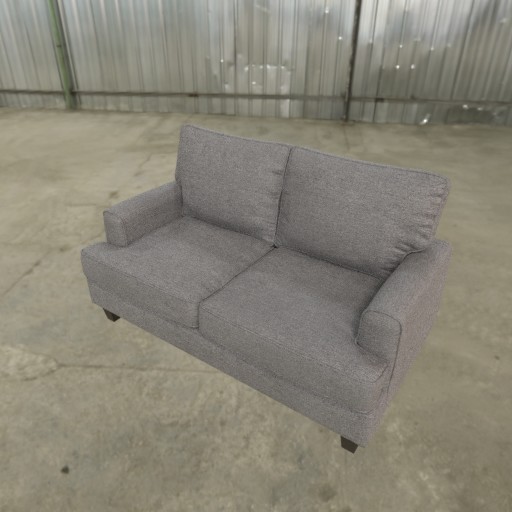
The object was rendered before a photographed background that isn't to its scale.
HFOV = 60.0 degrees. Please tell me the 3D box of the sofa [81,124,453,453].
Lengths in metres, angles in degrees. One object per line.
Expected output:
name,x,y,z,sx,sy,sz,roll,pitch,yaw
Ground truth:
sofa,0.000,0.000,2.206,1.651,0.965,0.965,20,36,30
